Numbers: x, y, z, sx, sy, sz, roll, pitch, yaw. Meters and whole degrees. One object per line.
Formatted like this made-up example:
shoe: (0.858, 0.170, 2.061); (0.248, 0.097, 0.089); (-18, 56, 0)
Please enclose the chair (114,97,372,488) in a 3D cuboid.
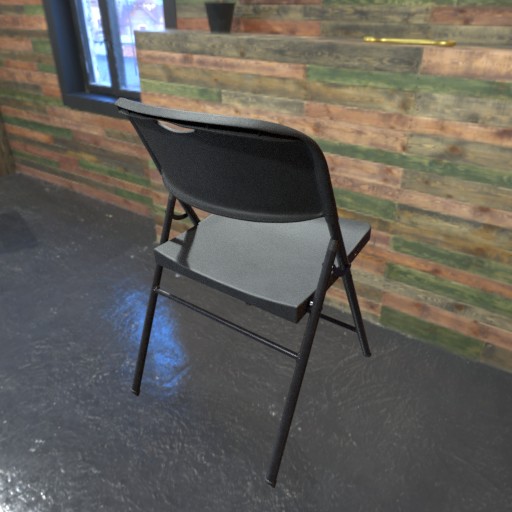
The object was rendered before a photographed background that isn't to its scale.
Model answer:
chair: (0.000, 0.000, 1.120); (0.494, 0.810, 0.566); (20, 35, 31)
